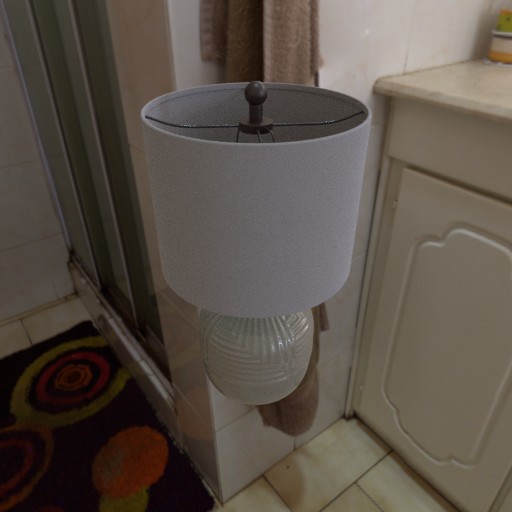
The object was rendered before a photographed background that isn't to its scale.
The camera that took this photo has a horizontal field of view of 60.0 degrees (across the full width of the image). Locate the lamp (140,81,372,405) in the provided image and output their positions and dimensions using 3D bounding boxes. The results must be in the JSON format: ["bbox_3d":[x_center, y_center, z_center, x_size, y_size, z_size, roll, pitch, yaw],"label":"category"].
[{"bbox_3d":[0.000,0.000,0.757,0.318,0.567,0.318,0,33,0],"label":"lamp"}]
